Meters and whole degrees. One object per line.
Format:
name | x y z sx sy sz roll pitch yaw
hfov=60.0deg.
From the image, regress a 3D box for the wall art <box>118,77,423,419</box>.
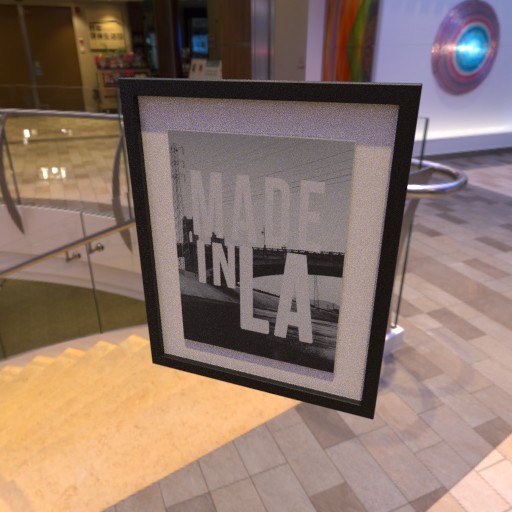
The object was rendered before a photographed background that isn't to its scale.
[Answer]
wall art | 0.000 0.000 0.758 0.457 0.559 0.028 9 26 18
